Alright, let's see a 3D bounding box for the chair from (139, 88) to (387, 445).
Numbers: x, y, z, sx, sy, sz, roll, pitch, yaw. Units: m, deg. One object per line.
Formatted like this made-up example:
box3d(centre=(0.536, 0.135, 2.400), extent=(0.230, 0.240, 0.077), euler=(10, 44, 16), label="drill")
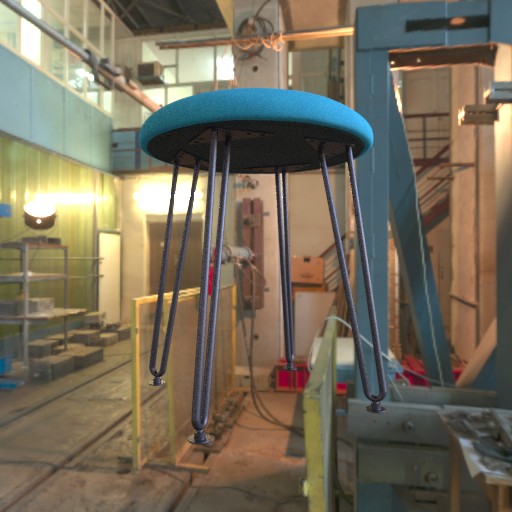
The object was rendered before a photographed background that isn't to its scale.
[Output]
box3d(centre=(0.000, 0.000, 0.683), extent=(0.350, 0.430, 0.350), euler=(0, 0, -36), label="chair")
